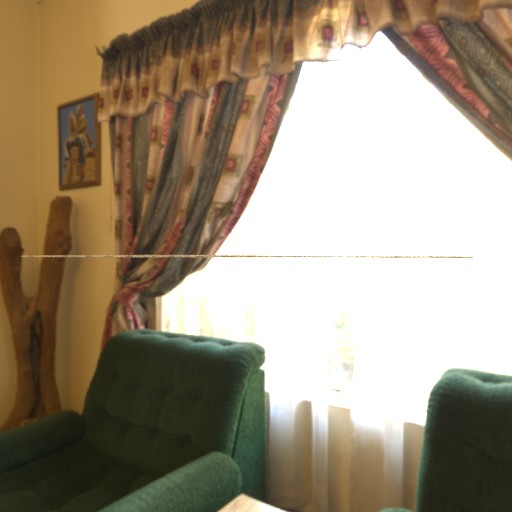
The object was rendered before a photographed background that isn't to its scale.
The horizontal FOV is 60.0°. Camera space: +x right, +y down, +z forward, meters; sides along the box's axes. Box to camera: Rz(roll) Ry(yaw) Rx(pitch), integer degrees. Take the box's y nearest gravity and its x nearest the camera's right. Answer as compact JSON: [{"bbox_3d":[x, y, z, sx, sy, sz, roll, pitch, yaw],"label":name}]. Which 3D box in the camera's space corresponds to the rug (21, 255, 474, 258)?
[{"bbox_3d":[0.000,0.000,2.009,1.652,0.006,1.035,0,0,18],"label":"rug"}]
